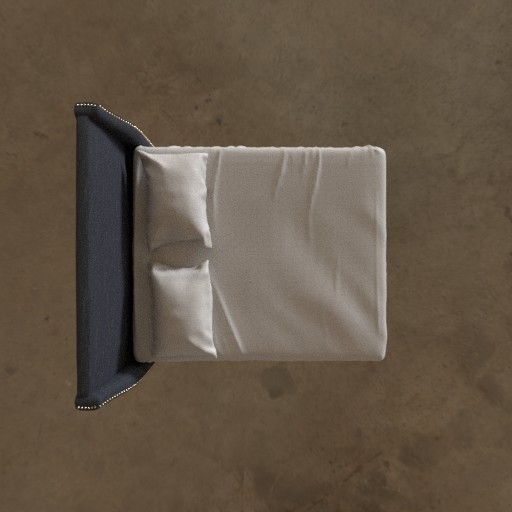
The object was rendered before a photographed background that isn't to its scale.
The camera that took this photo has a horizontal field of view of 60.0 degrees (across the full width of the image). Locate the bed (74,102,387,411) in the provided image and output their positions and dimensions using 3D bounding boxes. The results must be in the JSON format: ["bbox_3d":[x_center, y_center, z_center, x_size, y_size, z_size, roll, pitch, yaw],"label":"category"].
[{"bbox_3d":[0.000,0.000,3.387,2.276,1.332,1.925,0,90,-1],"label":"bed"}]
